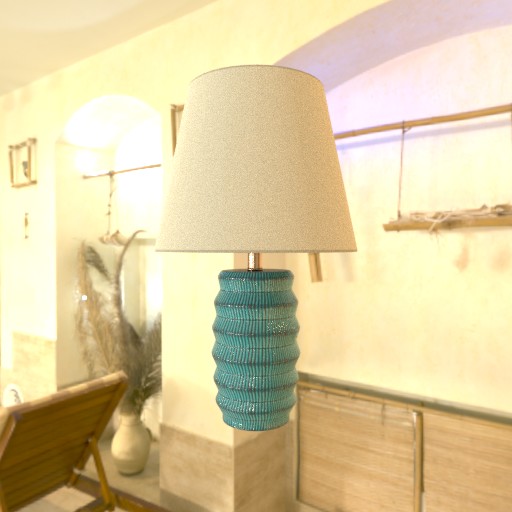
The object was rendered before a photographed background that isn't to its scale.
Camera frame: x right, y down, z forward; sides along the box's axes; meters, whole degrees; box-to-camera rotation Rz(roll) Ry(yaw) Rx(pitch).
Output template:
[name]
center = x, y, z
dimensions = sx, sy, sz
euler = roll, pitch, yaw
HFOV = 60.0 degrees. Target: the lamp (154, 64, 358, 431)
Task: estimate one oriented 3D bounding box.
[lamp]
center = 0.000, 0.000, 0.792
dimensions = 0.355, 0.582, 0.355
euler = 0, 1, 0
